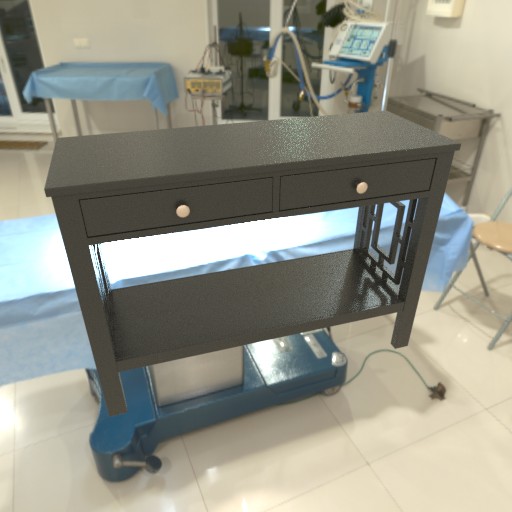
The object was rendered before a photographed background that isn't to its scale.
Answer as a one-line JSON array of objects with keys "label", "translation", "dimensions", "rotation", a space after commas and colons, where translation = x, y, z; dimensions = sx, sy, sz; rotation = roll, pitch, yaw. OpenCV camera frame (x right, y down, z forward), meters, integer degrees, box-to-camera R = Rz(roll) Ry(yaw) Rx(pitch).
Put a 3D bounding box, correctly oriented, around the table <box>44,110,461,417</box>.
[{"label": "table", "translation": [0.000, 0.000, 1.434], "dimensions": [1.068, 0.753, 0.397], "rotation": [-9, 33, -15]}]
